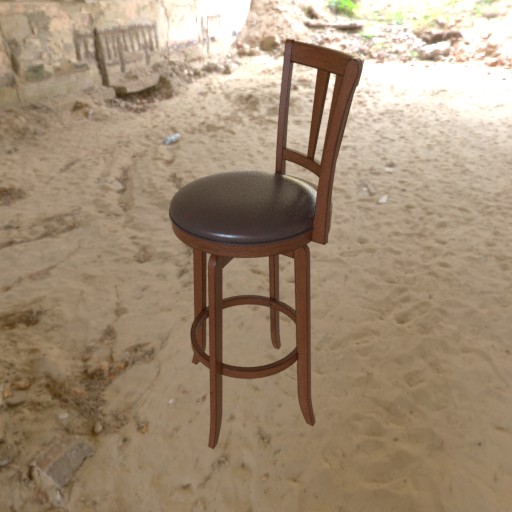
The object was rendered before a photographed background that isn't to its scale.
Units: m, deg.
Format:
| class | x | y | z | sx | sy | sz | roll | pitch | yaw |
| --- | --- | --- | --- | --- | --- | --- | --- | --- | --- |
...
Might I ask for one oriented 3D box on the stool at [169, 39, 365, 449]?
| class | x | y | z | sx | sy | sz | roll | pitch | yaw |
| --- | --- | --- | --- | --- | --- | --- | --- | --- | --- |
| stool | 0.000 | 0.000 | 1.382 | 0.503 | 1.177 | 0.464 | -8 | 32 | -13 |
